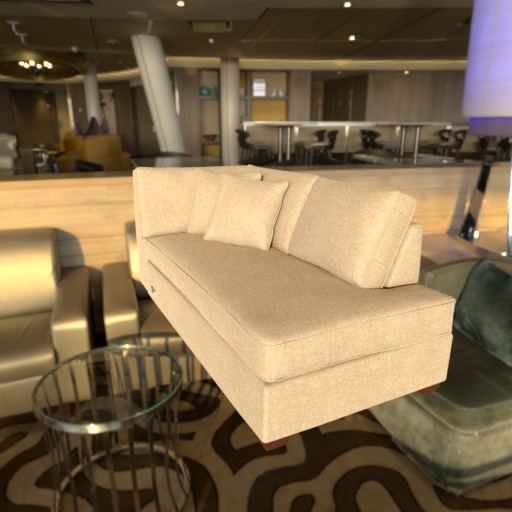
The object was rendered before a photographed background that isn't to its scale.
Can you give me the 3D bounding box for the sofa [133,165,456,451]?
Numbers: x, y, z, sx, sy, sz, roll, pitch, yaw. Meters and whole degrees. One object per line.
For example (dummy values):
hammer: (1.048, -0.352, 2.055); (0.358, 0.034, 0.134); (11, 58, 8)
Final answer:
sofa: (0.000, 0.000, 2.835); (1.110, 1.019, 2.238); (-8, 18, -26)
